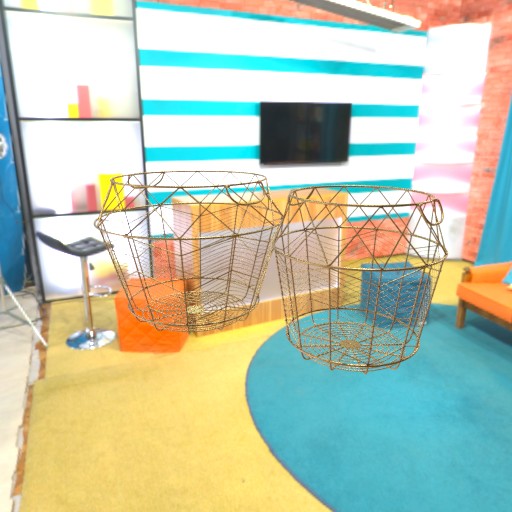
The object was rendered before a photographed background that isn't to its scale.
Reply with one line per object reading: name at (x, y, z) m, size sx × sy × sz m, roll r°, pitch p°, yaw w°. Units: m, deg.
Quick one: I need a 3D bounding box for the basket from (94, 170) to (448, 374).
basket at (0.000, 0.000, 1.019) m, size 0.805 × 0.343 × 0.451 m, roll 8°, pitch 18°, yaw 27°
